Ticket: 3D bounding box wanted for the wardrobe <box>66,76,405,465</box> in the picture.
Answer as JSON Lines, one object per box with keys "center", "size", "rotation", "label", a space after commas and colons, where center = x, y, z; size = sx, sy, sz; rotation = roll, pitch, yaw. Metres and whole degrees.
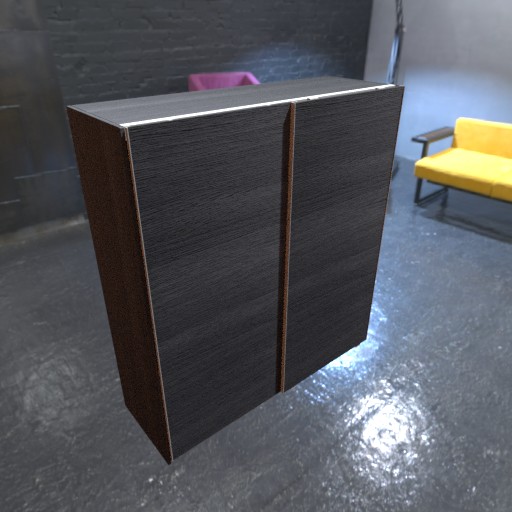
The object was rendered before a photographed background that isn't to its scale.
{"center": [0.000, 0.000, 2.818], "size": [1.780, 1.960, 0.629], "rotation": [-22, 35, -34], "label": "wardrobe"}
